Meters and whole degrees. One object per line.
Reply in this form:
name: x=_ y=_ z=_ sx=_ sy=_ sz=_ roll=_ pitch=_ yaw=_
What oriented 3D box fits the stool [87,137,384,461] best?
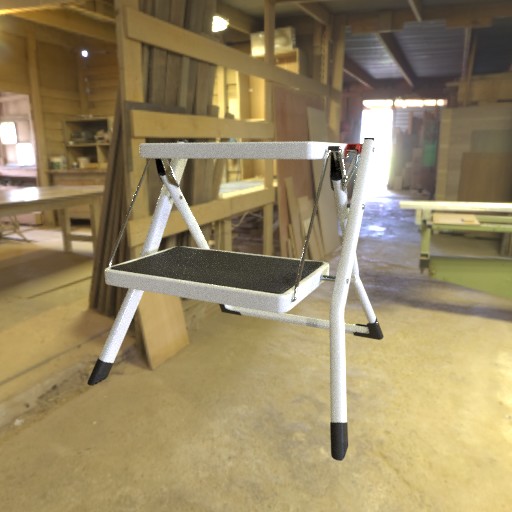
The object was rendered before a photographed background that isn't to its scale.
stool: x=0.000 y=0.000 z=0.862 sx=0.485 sy=0.445 sz=0.490 roll=6 pitch=15 yaw=25
